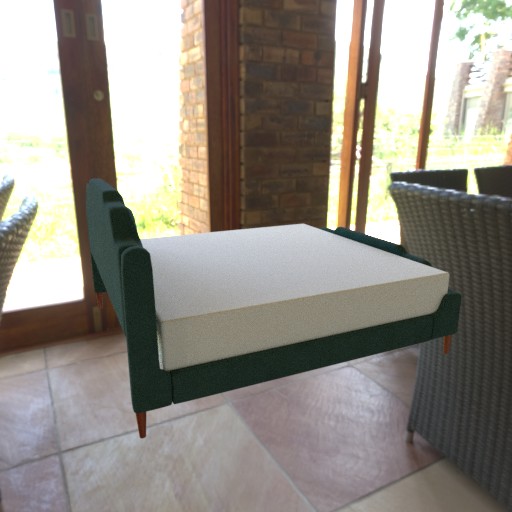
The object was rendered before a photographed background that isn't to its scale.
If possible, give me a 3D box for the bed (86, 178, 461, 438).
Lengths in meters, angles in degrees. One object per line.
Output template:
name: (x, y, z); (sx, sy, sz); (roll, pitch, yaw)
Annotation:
bed: (0.000, 0.000, 3.538); (2.340, 1.245, 2.074); (-7, 17, -24)
